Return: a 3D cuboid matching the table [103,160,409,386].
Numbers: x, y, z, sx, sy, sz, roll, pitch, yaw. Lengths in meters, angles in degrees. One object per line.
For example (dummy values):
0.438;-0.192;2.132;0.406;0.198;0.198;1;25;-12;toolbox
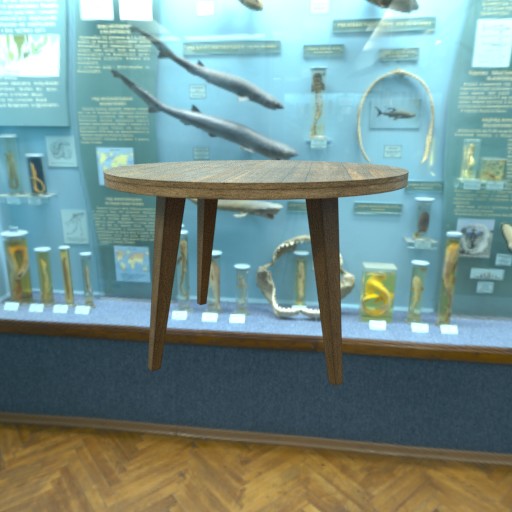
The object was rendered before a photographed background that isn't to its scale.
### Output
0.000;0.000;1.955;1.213;0.764;1.213;0;15;0;table
